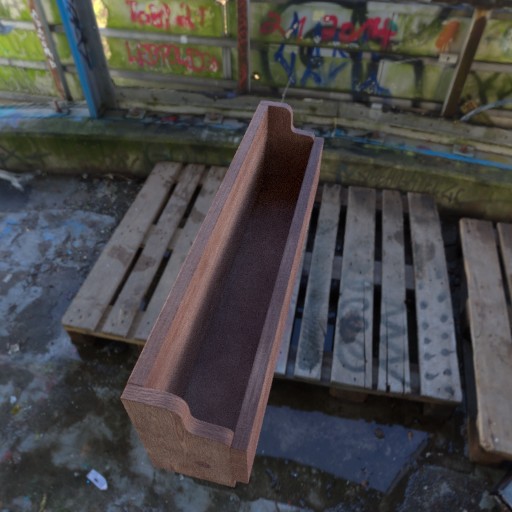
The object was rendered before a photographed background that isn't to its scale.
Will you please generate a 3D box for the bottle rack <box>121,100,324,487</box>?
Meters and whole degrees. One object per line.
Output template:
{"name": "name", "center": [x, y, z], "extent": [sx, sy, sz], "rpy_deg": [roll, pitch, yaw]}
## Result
{"name": "bottle rack", "center": [0.000, 0.000, 0.694], "extent": [0.126, 0.196, 0.608], "rpy_deg": [10, 48, 9]}
